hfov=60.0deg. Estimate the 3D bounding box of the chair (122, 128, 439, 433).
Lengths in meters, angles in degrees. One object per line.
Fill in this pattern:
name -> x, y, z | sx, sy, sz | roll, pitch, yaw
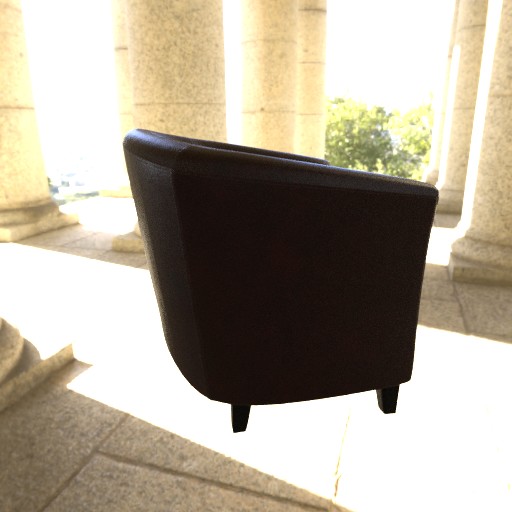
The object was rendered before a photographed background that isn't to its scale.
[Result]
chair -> 0.000, 0.000, 1.366 | 0.727, 0.756, 0.792 | -3, 17, -10
